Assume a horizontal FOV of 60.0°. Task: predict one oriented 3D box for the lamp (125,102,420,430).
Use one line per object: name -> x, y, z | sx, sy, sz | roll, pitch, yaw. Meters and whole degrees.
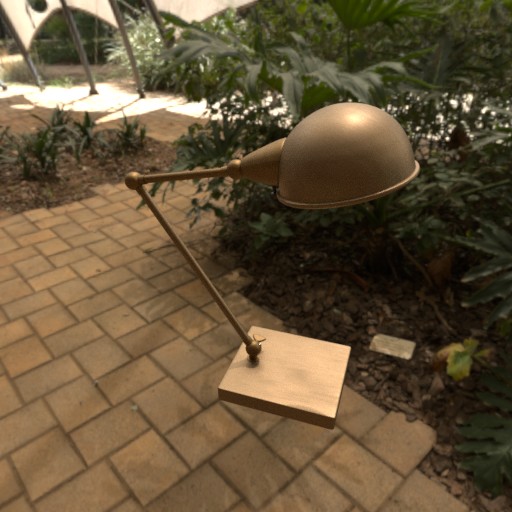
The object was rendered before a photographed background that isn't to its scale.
lamp -> 0.000, 0.000, 0.544 | 0.339, 0.371, 0.149 | 9, 31, 16
